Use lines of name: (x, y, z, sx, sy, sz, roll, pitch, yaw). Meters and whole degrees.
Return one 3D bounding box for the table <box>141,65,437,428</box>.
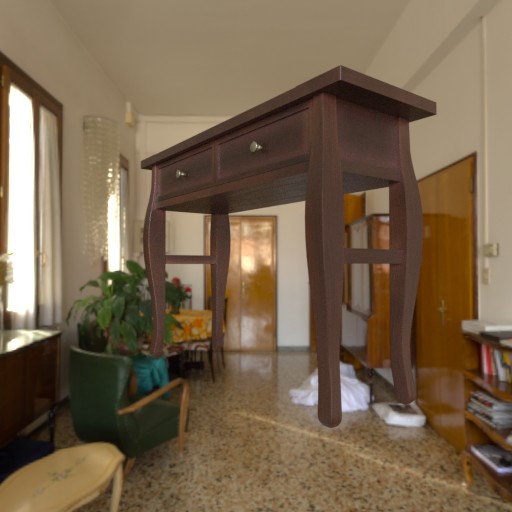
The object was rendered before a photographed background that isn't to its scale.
table: (0.000, 0.000, 1.439, 0.373, 0.768, 1.062, 1, -1, -37)
